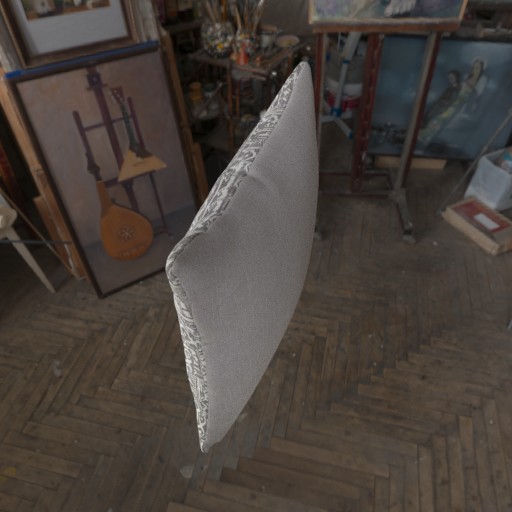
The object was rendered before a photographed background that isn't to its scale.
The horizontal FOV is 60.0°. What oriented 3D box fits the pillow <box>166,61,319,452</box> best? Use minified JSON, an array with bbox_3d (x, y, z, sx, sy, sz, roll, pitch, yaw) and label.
[{"bbox_3d":[0.000,0.000,0.790,0.180,0.487,0.546,14,48,13],"label":"pillow"}]
